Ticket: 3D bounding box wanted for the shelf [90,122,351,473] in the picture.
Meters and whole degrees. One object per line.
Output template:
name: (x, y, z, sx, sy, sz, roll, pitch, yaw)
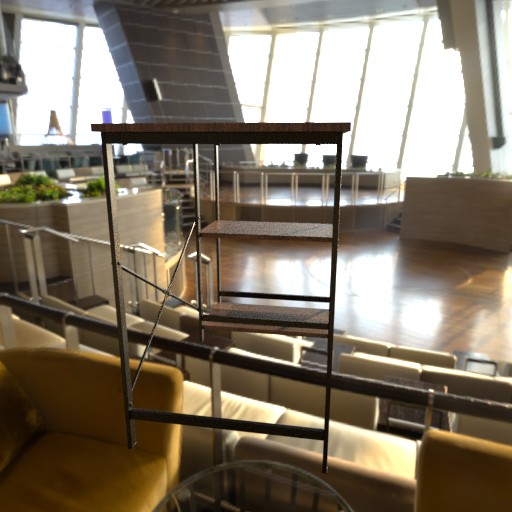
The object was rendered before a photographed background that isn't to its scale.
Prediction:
shelf: (0.000, 0.000, 1.347, 0.498, 0.750, 0.902, 3, 15, 10)
